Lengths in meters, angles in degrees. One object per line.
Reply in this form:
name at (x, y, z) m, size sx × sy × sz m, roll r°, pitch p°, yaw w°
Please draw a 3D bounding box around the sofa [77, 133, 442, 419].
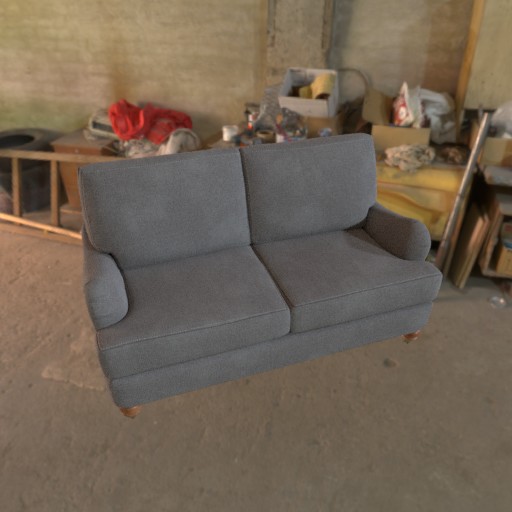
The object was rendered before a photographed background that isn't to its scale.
sofa at (0.000, 0.000, 2.546) m, size 1.853 × 1.101 × 1.084 m, roll -11°, pitch 34°, yaw -16°
